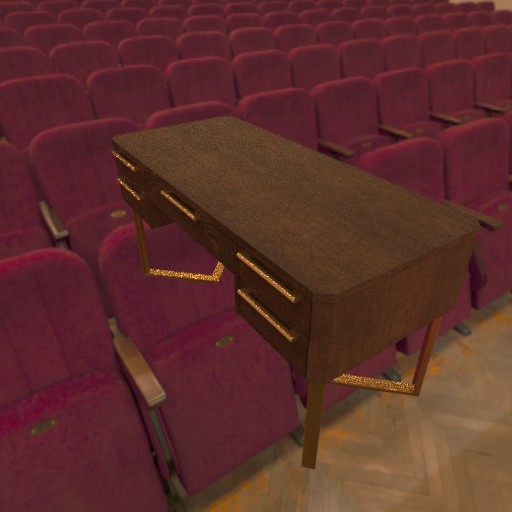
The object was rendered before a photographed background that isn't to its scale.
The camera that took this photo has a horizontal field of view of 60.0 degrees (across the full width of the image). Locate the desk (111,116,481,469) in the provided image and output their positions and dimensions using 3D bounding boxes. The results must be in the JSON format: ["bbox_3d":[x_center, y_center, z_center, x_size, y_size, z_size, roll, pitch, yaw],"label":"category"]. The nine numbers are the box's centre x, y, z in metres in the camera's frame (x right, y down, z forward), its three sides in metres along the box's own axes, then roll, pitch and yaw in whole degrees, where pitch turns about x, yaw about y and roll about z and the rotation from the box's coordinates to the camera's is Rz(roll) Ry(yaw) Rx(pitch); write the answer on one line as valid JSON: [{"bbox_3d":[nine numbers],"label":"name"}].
[{"bbox_3d":[0.000,0.000,1.890,0.684,0.762,1.479,-20,38,-29],"label":"desk"}]
